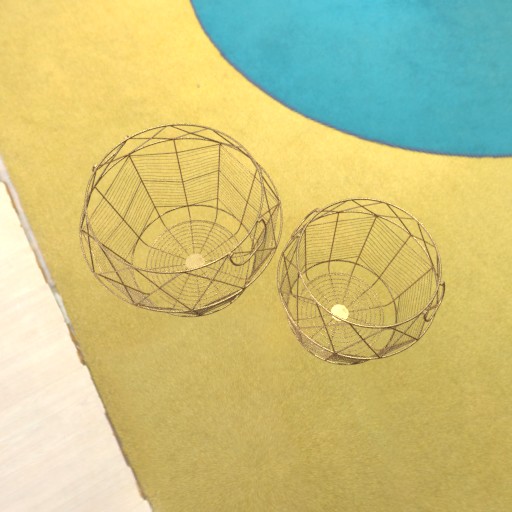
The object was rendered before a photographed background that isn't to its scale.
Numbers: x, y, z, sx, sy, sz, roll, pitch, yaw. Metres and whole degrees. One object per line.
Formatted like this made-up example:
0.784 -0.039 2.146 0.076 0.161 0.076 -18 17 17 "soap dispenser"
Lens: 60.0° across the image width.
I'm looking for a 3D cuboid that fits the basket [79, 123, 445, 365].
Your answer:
0.000 0.000 1.030 0.805 0.343 0.451 19 66 9 "basket"
